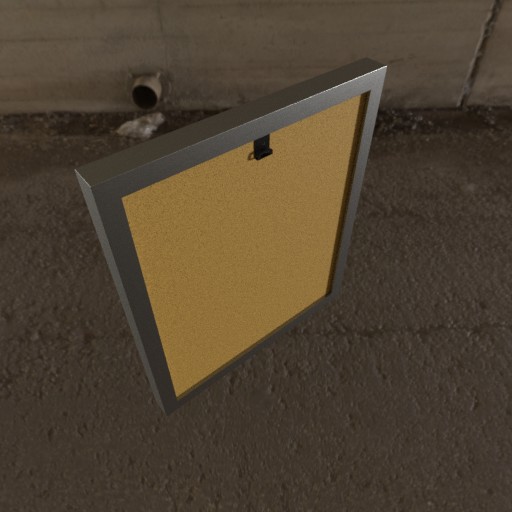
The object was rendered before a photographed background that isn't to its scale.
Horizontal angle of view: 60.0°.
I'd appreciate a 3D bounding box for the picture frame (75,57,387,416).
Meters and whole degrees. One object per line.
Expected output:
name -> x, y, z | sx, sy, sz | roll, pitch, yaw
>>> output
picture frame -> 0.000, 0.000, 1.362 | 0.839, 0.968, 0.073 | -30, 53, -26
